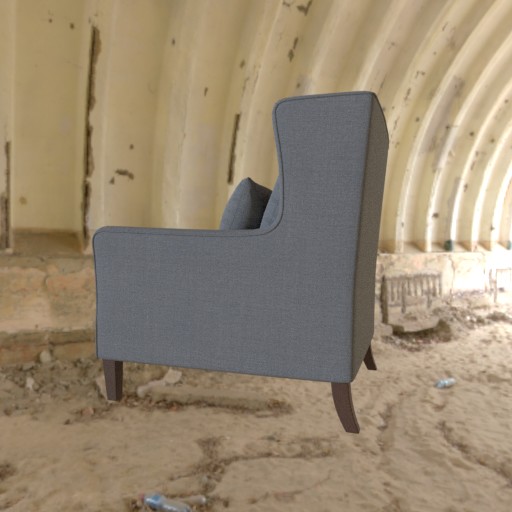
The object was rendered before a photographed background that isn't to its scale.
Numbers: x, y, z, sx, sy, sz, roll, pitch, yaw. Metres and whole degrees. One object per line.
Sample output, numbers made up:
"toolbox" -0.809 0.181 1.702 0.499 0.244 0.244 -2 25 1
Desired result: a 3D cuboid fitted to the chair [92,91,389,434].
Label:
"chair" 0.000 0.000 1.839 1.040 1.056 0.866 0 1 19
